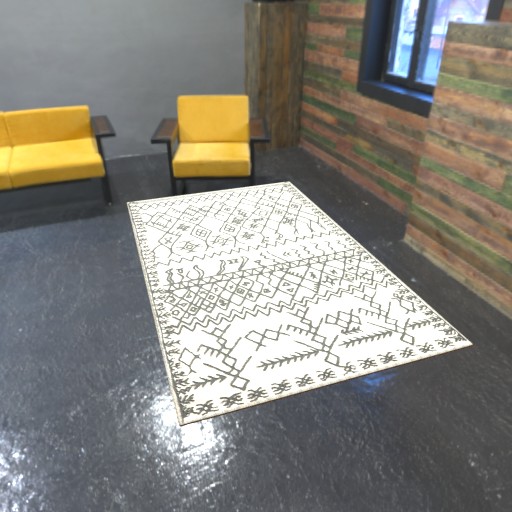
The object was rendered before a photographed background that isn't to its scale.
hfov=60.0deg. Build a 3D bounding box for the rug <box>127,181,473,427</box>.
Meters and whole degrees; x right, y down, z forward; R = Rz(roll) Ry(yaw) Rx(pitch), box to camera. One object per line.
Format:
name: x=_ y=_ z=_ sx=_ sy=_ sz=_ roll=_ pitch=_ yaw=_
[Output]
rug: x=0.000 y=0.000 z=3.065 sx=1.526 sy=0.012 sz=2.444 roll=-10 pitch=32 yaw=-16
